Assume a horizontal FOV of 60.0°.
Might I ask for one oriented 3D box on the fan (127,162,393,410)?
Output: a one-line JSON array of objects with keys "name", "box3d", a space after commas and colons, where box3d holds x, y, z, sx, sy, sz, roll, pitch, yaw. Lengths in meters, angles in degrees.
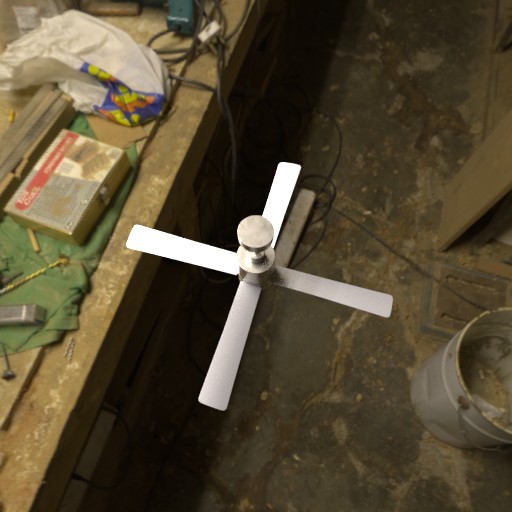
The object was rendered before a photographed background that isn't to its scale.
[{"name": "fan", "box3d": [0.000, 0.000, 2.317, 1.525, 0.539, 1.525, 16, 66, 7]}]
